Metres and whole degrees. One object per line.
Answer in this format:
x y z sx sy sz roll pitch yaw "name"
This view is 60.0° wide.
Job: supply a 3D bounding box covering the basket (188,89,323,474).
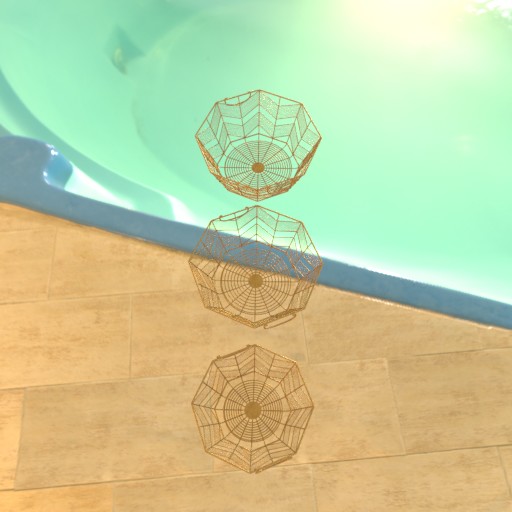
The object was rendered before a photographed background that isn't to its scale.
0.000 0.000 1.411 0.432 0.178 1.245 1 65 0 "basket"
